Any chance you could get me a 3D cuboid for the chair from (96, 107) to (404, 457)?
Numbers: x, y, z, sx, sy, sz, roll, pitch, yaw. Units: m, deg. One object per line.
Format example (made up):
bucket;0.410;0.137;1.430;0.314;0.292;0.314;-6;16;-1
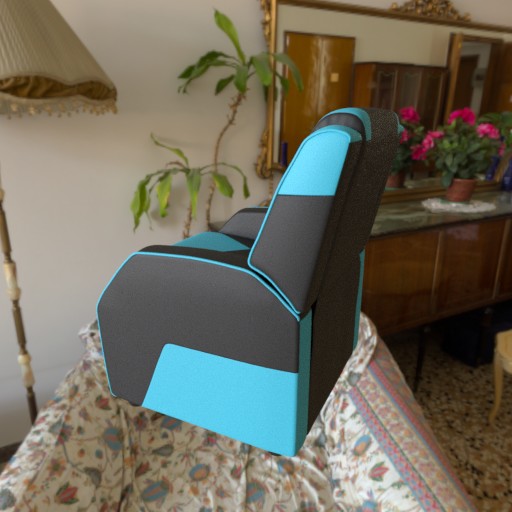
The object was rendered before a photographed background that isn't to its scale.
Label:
chair;0.000;0.000;1.272;0.672;0.805;0.620;8;20;25
